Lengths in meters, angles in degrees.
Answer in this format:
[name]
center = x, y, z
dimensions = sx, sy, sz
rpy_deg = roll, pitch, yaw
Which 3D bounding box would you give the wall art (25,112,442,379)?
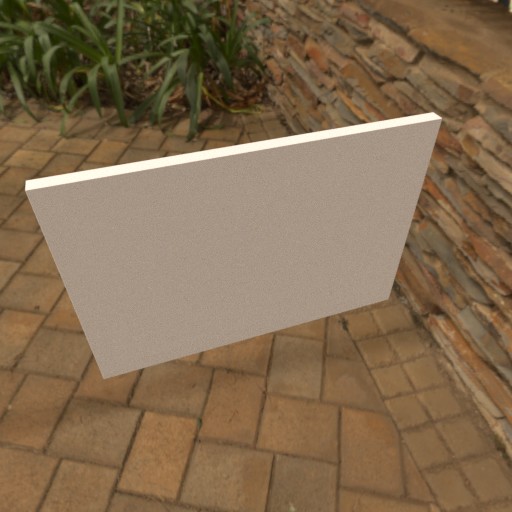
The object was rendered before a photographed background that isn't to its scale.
[wall art]
center = 0.000, 0.000, 1.650
dimensions = 1.308, 0.902, 0.051
rpy_deg = -13, 44, -14
